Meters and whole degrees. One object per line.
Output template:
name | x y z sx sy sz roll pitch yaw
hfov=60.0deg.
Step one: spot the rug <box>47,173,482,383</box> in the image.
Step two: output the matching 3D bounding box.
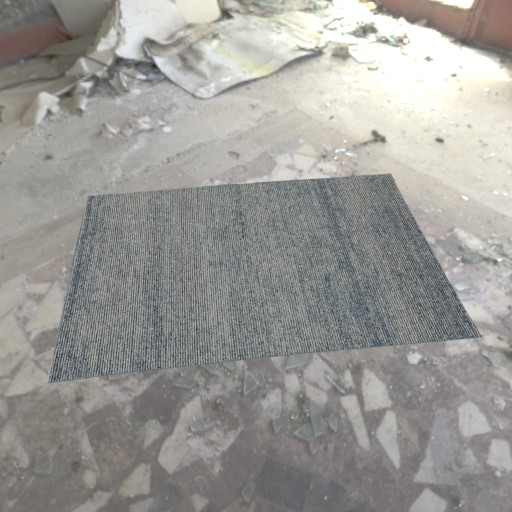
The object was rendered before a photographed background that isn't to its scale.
rug | 0.000 0.000 2.175 1.777 0.021 1.145 -5 47 -5
